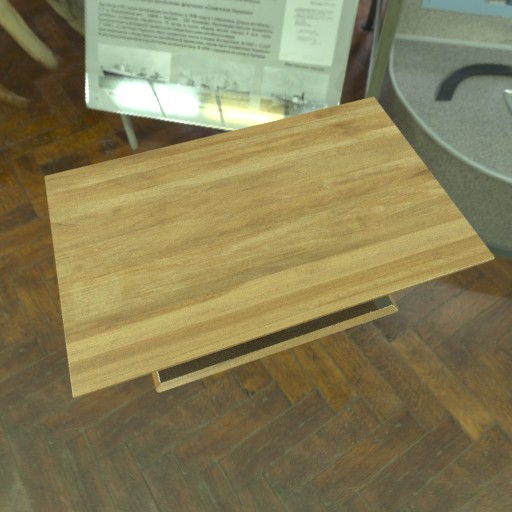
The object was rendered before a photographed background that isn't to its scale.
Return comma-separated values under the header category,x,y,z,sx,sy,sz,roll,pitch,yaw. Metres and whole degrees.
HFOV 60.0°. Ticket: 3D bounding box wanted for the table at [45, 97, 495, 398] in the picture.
category,x,y,z,sx,sy,sz,roll,pitch,yaw
table,0.000,0.000,1.436,1.100,0.441,0.692,-17,59,-10
